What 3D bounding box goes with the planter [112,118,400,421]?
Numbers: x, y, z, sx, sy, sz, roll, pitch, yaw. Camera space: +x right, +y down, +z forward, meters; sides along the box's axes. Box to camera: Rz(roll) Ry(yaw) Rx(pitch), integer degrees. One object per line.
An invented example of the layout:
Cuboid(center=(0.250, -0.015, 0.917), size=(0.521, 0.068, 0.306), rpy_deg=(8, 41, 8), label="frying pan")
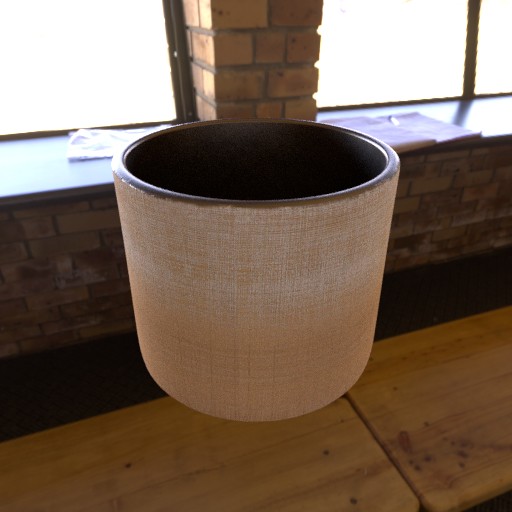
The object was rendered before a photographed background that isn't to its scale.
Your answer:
Cuboid(center=(0.000, 0.000, 0.451), size=(0.254, 0.221, 0.254), rpy_deg=(0, 30, 0), label="planter")
